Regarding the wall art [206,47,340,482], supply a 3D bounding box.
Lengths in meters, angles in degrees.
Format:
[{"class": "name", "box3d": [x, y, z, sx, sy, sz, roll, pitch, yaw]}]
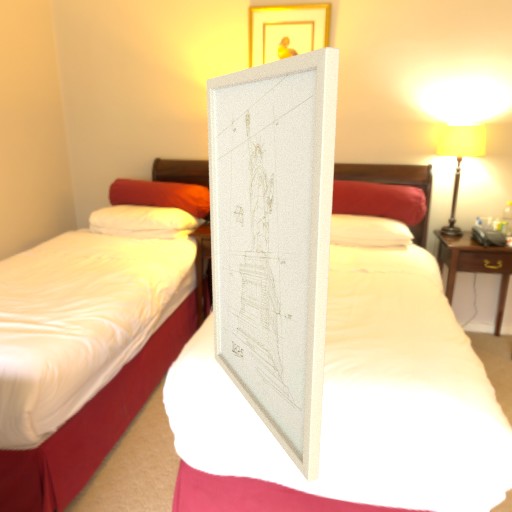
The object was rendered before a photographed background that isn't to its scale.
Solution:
[{"class": "wall art", "box3d": [0.000, 0.000, 1.502, 0.038, 1.183, 0.808, -8, 18, -24]}]
